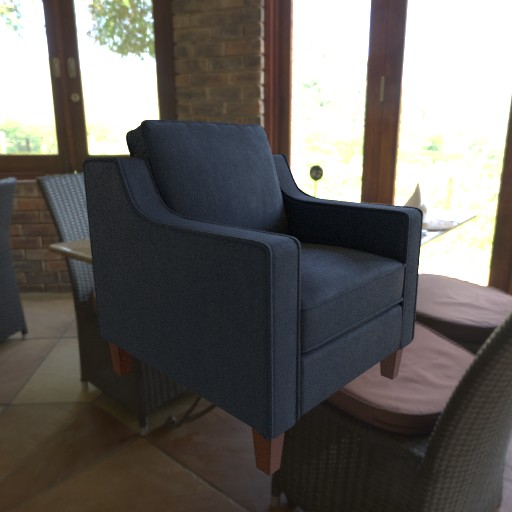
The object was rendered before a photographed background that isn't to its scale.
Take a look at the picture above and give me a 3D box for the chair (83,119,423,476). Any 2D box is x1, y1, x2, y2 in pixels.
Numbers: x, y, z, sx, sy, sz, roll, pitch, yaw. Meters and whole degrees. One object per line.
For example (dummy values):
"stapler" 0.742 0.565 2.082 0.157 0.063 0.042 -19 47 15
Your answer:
"chair" 0.000 0.000 1.625 0.909 0.960 0.831 13 19 42
